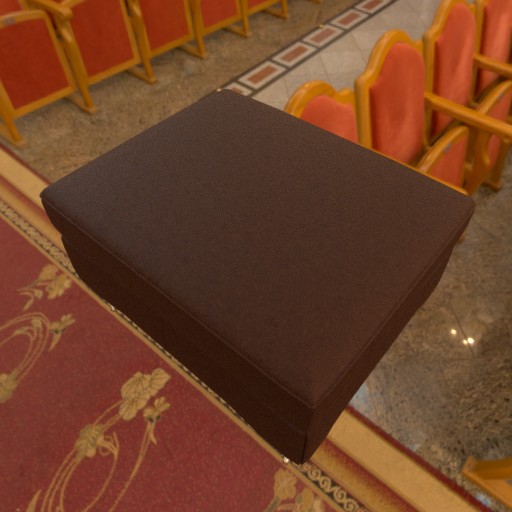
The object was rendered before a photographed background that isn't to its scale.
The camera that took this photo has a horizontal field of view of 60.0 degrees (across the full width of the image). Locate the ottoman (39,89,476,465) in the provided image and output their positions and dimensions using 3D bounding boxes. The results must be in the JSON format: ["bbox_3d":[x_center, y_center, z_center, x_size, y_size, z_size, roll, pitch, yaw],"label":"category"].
[{"bbox_3d":[0.000,0.000,1.736,1.187,0.730,0.967,33,56,25],"label":"ottoman"}]
